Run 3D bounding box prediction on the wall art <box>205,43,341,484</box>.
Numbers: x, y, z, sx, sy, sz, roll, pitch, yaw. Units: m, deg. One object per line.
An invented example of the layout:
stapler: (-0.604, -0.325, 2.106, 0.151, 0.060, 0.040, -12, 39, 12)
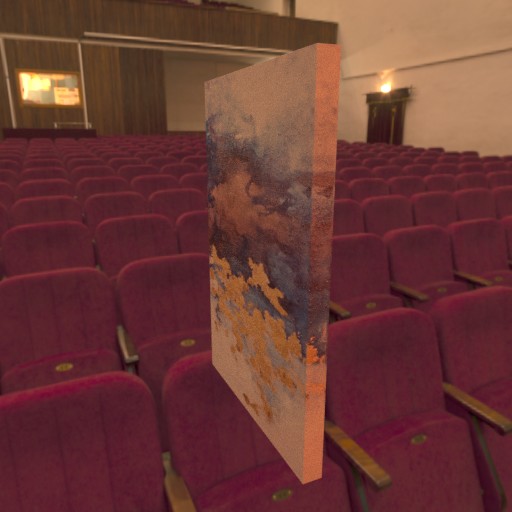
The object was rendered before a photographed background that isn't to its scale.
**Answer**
wall art: (0.000, 0.000, 1.109, 0.048, 0.874, 0.583, -7, 16, -24)
